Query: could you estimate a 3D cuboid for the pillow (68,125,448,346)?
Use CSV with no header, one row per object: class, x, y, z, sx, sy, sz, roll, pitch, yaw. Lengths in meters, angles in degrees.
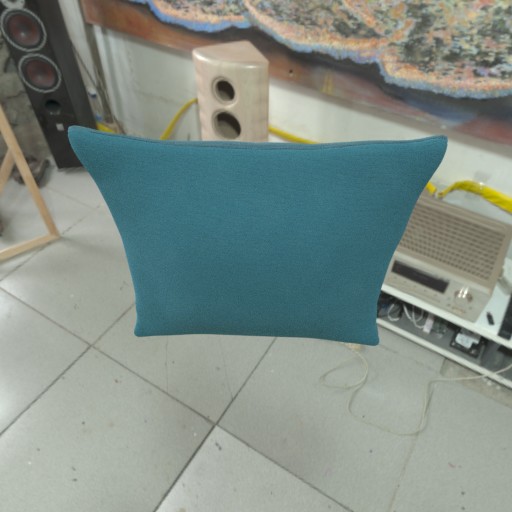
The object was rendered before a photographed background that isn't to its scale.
pillow,0.000,0.000,0.647,0.433,0.415,0.151,2,47,2
